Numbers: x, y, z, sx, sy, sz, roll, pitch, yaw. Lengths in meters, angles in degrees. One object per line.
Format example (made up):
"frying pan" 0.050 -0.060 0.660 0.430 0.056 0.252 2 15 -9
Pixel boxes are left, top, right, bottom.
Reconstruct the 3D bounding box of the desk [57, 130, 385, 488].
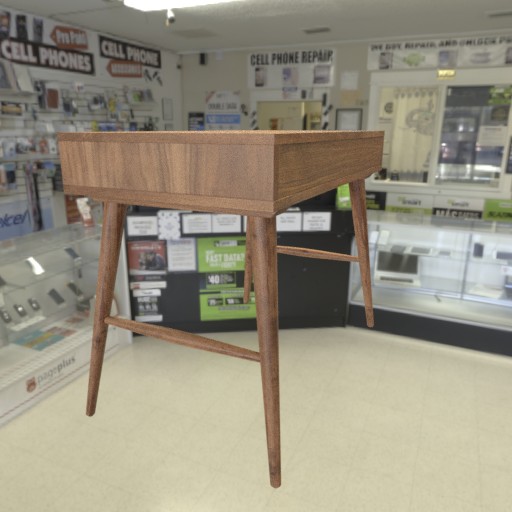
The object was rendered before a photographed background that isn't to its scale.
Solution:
"desk" 0.000 0.000 1.400 0.588 0.758 0.949 8 18 26
